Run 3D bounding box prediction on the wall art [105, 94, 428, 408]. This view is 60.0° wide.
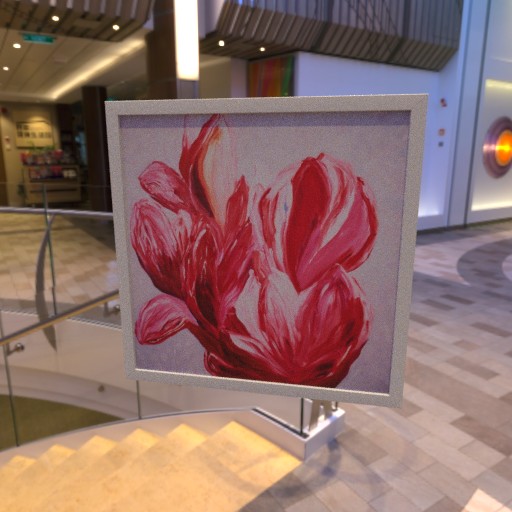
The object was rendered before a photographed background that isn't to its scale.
[{"bbox_3d":[0.000,0.000,0.981,0.664,0.661,0.020,3,14,11],"label":"wall art"}]
